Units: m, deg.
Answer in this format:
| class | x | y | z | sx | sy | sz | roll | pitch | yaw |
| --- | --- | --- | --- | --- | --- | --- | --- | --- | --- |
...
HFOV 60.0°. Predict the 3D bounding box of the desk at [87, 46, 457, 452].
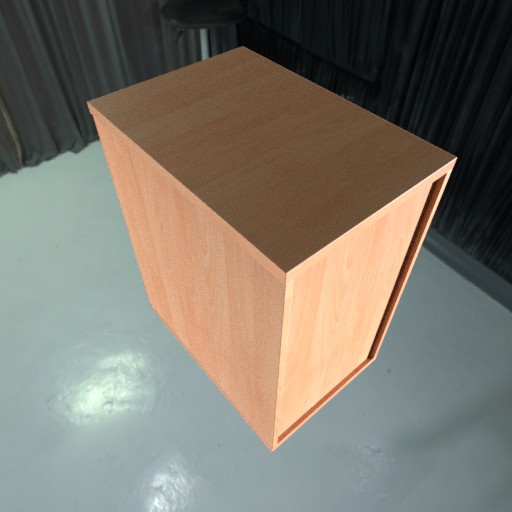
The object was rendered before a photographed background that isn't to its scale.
| class | x | y | z | sx | sy | sz | roll | pitch | yaw |
| --- | --- | --- | --- | --- | --- | --- | --- | --- | --- |
| desk | 0.000 | 0.000 | 1.103 | 0.404 | 0.730 | 0.600 | -32 | 56 | -26 |
